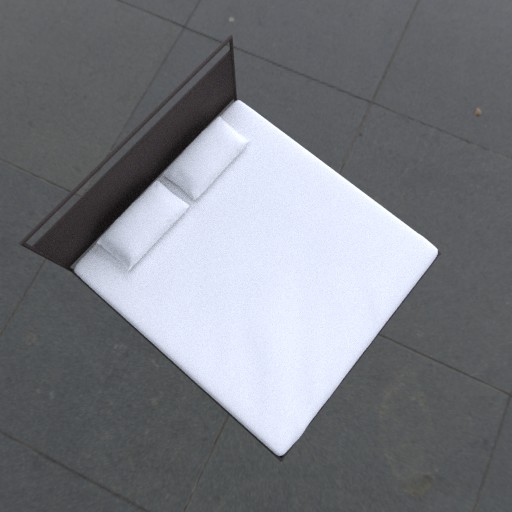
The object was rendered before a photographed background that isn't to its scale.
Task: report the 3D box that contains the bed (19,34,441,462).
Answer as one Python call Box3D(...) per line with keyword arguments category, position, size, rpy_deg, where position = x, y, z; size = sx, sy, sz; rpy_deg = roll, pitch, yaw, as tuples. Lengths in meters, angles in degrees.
Box3D(category="bed", position=(0.000, 0.000, 3.309), size=(2.151, 1.173, 1.993), rpy_deg=(39, 79, 9))
